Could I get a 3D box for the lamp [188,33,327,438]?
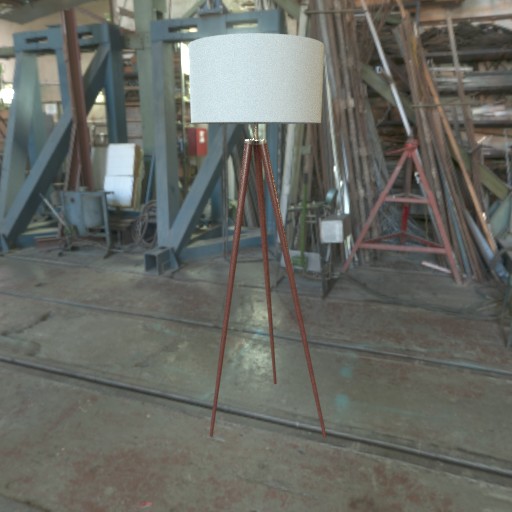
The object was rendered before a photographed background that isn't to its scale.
[{"bbox_3d":[0.000,0.000,1.799,0.483,1.553,0.483,-7,17,-24],"label":"lamp"}]
